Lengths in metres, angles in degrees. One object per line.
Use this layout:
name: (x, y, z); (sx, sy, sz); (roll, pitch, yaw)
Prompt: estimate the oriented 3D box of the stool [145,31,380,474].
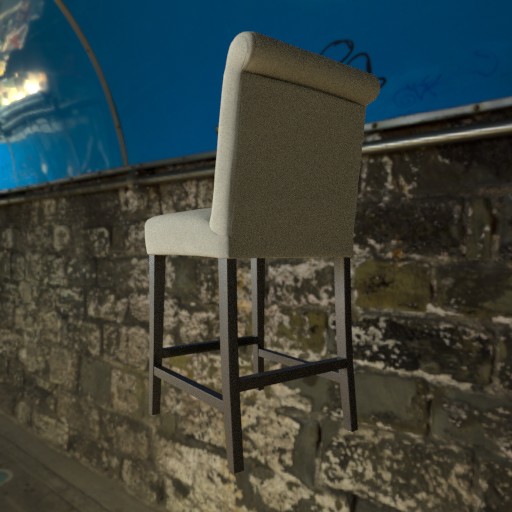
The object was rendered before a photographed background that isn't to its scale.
stool: (0.000, 0.000, 1.351); (0.493, 1.040, 0.601); (0, 1, -36)
